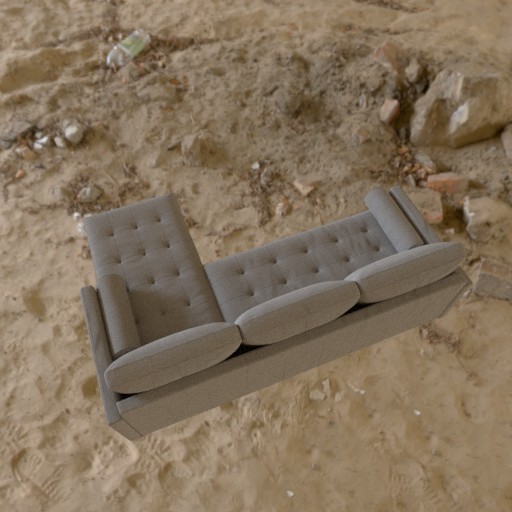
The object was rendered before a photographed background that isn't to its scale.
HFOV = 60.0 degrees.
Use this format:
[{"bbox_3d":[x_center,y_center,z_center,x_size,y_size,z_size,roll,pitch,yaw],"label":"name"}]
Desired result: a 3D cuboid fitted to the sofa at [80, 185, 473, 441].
[{"bbox_3d":[0.000,0.000,2.903,2.178,0.875,1.506,-19,59,-11],"label":"sofa"}]
